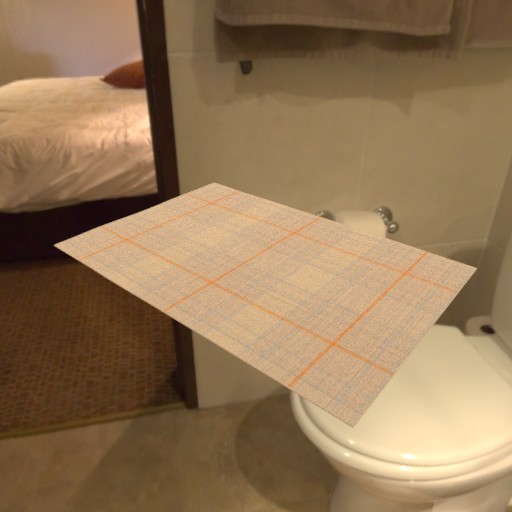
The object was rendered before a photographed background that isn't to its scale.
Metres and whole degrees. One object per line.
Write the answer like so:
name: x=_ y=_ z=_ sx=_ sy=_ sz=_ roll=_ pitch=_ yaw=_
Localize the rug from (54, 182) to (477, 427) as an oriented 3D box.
rug: x=0.000 y=0.000 z=2.293 sx=1.825 sy=0.015 sz=1.232 roll=23 pitch=37 yaw=34
